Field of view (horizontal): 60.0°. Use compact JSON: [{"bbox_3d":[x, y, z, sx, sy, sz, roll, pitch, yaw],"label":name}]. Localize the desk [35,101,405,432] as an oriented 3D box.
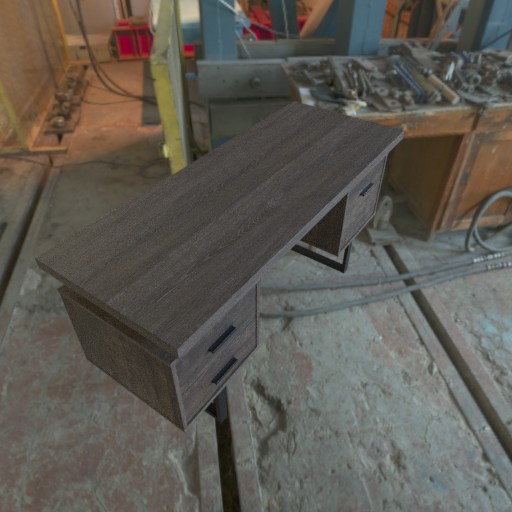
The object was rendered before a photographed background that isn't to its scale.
[{"bbox_3d":[0.000,0.000,1.961,0.600,0.760,1.524,25,47,26],"label":"desk"}]
